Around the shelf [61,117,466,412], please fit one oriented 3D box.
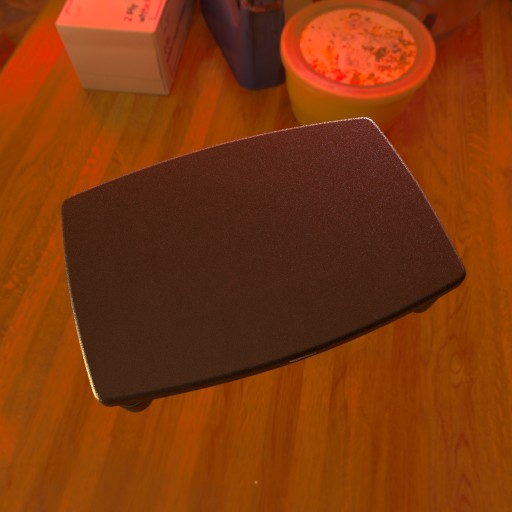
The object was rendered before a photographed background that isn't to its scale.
[{"bbox_3d":[0.000,0.000,0.528,0.410,0.100,0.280,-17,64,-9],"label":"shelf"}]
